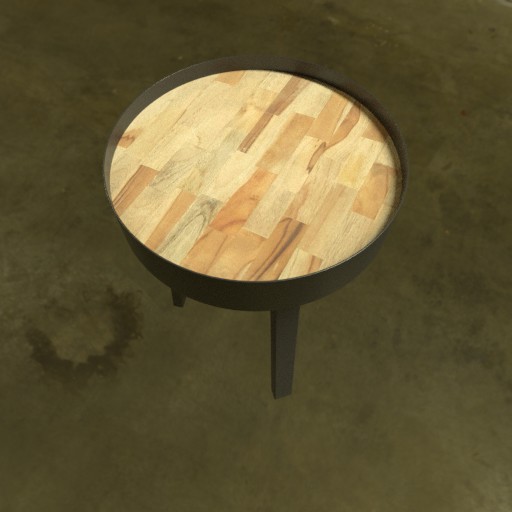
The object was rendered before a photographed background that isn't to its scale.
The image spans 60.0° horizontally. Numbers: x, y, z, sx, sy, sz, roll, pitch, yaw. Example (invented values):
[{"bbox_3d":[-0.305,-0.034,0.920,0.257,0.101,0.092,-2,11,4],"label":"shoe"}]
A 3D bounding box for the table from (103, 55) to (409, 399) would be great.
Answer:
[{"bbox_3d":[0.000,0.000,0.836,0.406,0.559,0.406,0,59,0],"label":"table"}]
